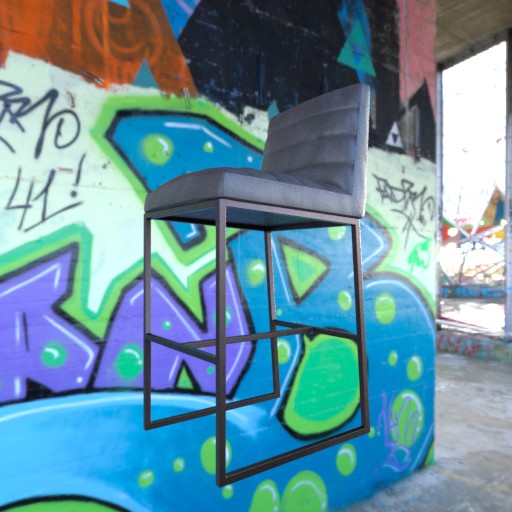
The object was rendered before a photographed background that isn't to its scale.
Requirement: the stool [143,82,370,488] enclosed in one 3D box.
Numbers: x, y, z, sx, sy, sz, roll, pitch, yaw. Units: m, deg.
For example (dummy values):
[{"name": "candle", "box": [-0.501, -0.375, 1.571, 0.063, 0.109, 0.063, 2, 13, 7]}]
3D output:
[{"name": "stool", "box": [0.000, 0.000, 1.353, 0.562, 1.065, 0.463, 0, 0, -37]}]
